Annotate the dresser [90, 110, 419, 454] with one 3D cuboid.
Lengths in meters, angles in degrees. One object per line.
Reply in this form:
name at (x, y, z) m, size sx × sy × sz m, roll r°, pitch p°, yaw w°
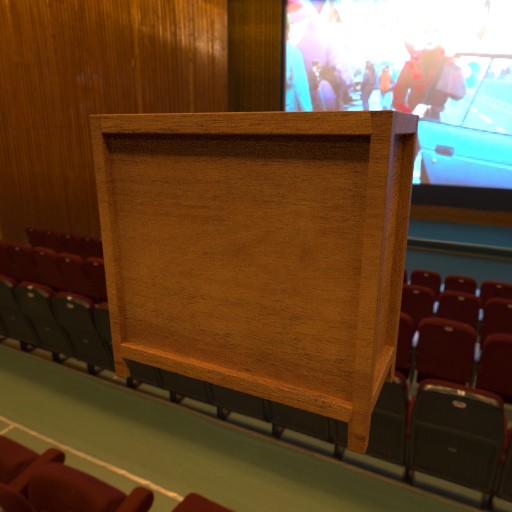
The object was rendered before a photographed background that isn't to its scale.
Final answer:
dresser at (0.000, 0.000, 1.326) m, size 0.804 × 0.804 × 0.427 m, roll 8°, pitch 18°, yaw 25°
